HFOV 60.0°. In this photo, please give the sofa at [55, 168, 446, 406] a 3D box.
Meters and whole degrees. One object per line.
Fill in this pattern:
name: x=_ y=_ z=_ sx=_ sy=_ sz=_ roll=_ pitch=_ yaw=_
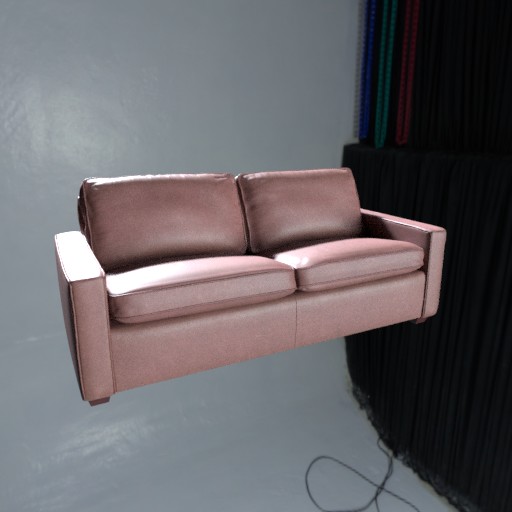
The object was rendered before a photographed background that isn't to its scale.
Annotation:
sofa: x=0.000 y=0.000 z=2.545 sx=2.080 sy=0.919 sz=0.940 roll=-8 pitch=18 yaw=-26
